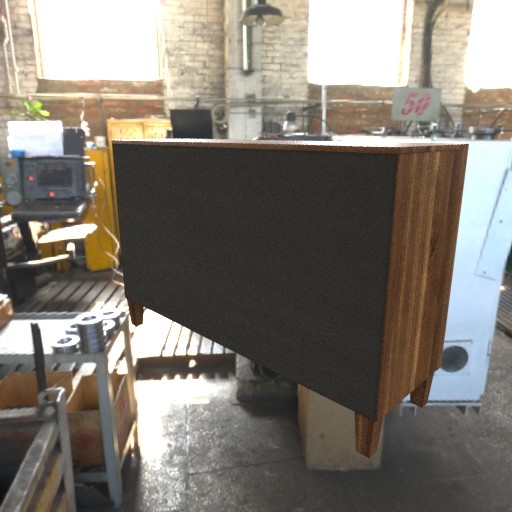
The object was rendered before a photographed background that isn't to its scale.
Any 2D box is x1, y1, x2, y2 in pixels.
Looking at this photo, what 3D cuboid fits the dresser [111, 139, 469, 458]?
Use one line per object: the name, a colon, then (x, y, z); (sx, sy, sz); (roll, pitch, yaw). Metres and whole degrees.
dresser: (0.000, 0.000, 1.780); (1.387, 0.892, 0.438); (15, 22, 43)
